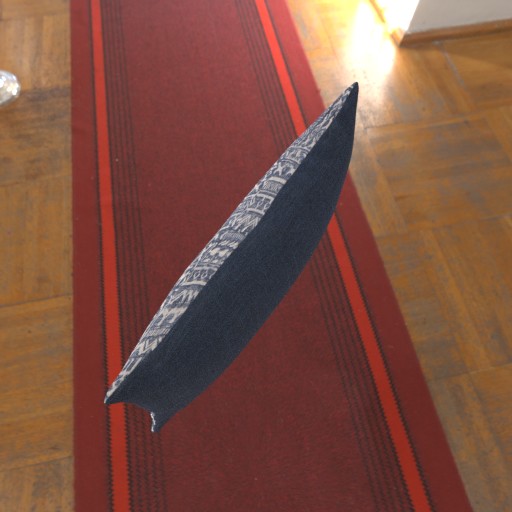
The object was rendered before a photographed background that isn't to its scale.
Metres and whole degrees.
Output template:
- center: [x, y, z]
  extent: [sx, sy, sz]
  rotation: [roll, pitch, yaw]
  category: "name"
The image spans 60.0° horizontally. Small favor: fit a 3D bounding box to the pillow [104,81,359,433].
- center: [0.000, 0.000, 0.740]
  extent: [0.148, 0.292, 0.631]
  rotation: [31, 67, 14]
  category: "pillow"
